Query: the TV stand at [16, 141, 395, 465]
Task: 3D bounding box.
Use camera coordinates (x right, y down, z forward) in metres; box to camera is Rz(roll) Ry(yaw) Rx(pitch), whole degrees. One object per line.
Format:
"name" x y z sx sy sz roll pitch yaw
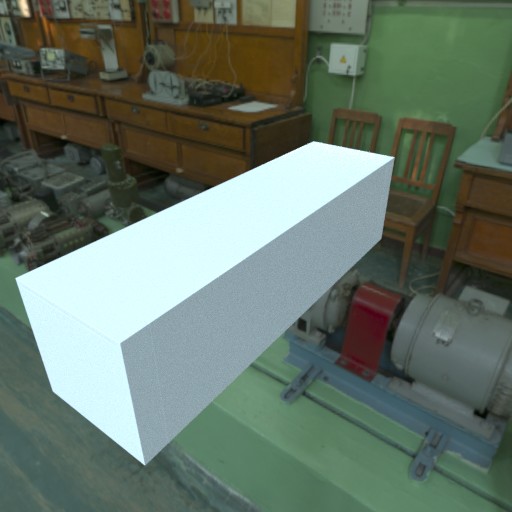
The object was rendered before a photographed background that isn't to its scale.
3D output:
"TV stand" 0.000 0.000 1.651 0.410 0.440 1.500 21 36 31
